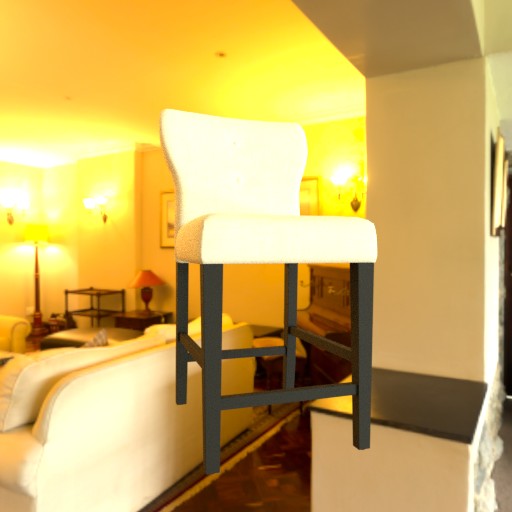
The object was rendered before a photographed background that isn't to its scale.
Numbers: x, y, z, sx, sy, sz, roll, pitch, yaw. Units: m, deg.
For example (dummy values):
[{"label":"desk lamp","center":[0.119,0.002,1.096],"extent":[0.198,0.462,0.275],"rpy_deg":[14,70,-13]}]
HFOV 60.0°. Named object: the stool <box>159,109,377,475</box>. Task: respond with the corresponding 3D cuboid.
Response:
[{"label":"stool","center":[0.000,0.000,1.309],"extent":[0.514,0.972,0.603],"rpy_deg":[0,1,-18]}]
